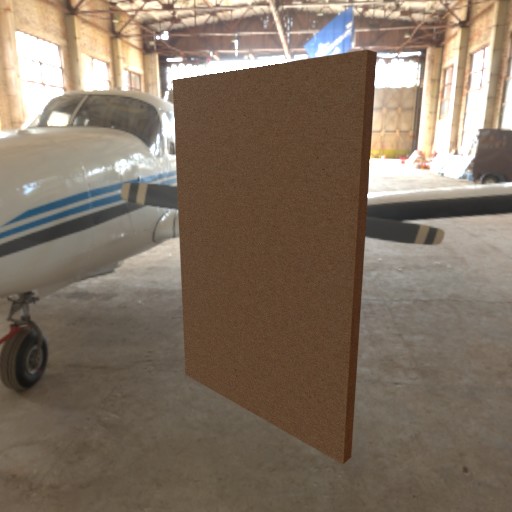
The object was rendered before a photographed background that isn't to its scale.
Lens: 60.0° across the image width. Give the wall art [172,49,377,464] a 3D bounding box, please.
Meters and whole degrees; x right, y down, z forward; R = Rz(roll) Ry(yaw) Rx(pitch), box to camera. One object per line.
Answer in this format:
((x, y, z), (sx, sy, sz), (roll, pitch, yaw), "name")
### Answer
((0.000, 0.000, 1.159), (0.610, 0.914, 0.037), (14, 20, 42), "wall art")
